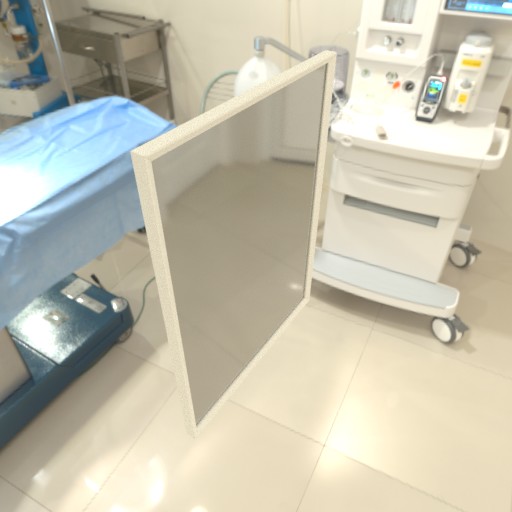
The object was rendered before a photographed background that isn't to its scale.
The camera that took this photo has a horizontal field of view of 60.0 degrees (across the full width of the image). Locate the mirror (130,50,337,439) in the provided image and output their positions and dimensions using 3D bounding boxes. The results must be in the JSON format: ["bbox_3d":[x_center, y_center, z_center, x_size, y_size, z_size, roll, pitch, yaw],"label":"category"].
[{"bbox_3d":[0.000,0.000,1.365,0.041,1.016,0.762,24,46,26],"label":"mirror"}]
